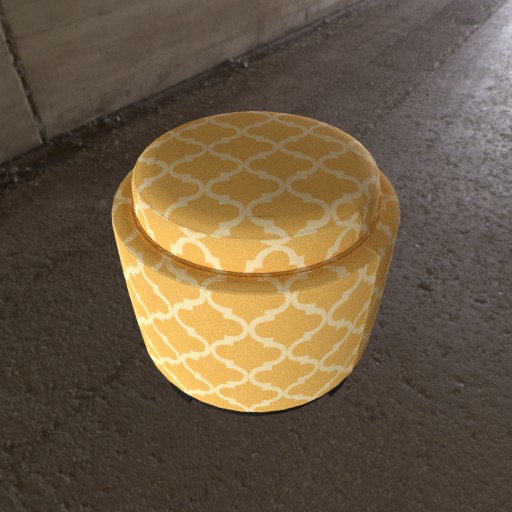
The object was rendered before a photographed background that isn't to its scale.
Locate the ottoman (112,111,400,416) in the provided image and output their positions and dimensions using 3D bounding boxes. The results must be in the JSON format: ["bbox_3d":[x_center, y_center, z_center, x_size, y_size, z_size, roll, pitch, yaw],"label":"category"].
[{"bbox_3d":[0.000,0.000,0.839,0.480,0.429,0.480,0,42,0],"label":"ottoman"}]
